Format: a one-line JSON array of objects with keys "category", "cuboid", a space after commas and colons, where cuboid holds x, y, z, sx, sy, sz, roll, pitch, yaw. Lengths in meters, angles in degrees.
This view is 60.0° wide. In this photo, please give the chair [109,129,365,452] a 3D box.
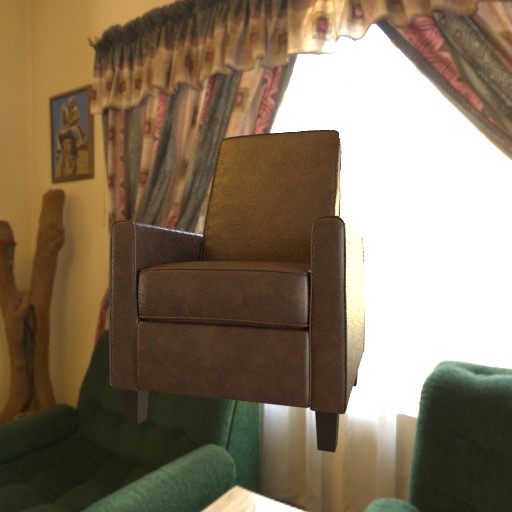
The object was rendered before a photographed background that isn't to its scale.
[{"category": "chair", "cuboid": [0.000, 0.000, 1.555, 0.705, 1.013, 0.746, 0, 1, 17]}]
